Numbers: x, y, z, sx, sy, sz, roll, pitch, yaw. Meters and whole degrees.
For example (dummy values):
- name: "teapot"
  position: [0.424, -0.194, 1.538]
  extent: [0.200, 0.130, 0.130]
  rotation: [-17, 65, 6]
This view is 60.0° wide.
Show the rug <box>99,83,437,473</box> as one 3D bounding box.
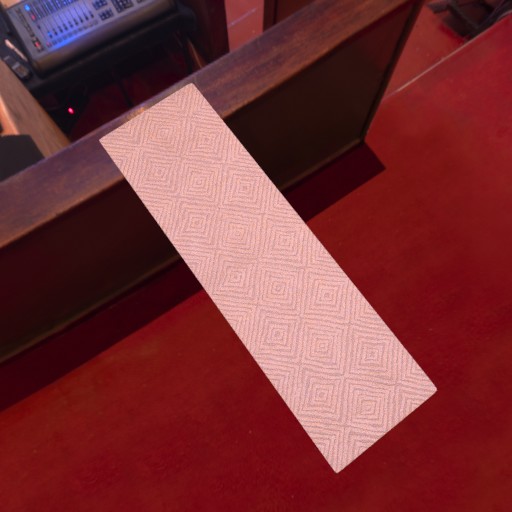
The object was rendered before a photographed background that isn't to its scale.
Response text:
- name: "rug"
  position: [0.000, 0.000, 2.483]
  extent: [0.676, 0.008, 2.277]
  rotation: [-35, 78, -9]
